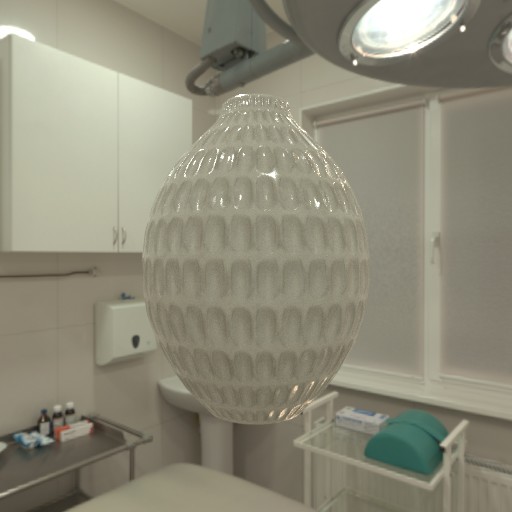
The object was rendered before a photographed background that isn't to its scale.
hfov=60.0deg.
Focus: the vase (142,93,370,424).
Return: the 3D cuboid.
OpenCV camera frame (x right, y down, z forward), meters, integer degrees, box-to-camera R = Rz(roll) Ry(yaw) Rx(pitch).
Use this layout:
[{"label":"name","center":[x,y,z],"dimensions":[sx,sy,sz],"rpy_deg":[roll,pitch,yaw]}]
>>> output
[{"label":"vase","center":[0.000,0.000,0.326],"dimensions":[0.162,0.223,0.162],"rpy_deg":[0,0,0]}]
